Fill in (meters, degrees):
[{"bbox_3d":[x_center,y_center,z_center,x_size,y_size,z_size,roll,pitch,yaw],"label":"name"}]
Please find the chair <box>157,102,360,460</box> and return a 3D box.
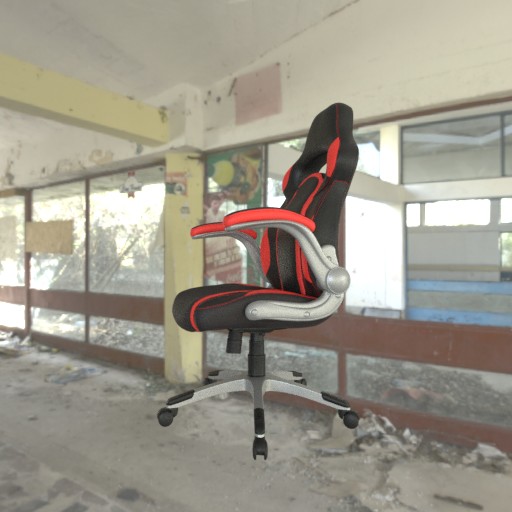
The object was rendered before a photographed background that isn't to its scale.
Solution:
[{"bbox_3d":[0.000,0.000,1.630,0.712,1.165,0.758,0,0,-18],"label":"chair"}]
